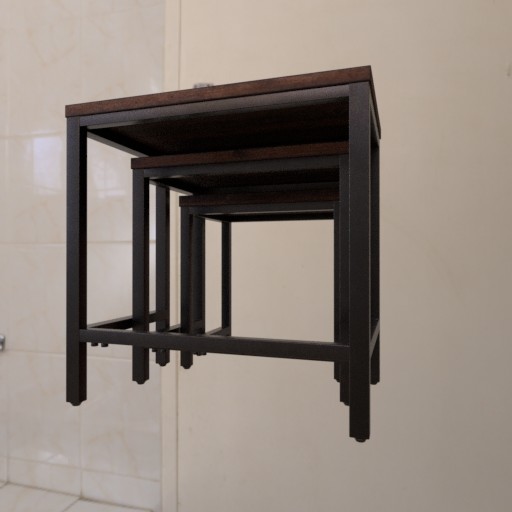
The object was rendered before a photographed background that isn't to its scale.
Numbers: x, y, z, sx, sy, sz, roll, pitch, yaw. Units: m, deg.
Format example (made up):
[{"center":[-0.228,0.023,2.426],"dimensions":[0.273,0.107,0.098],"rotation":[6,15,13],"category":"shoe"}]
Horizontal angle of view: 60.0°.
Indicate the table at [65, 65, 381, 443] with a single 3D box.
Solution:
[{"center":[0.000,0.000,1.124],"dimensions":[0.608,0.616,0.660],"rotation":[0,0,18],"category":"table"}]
